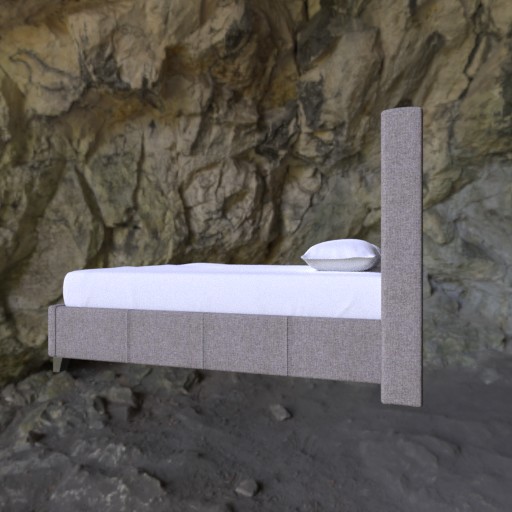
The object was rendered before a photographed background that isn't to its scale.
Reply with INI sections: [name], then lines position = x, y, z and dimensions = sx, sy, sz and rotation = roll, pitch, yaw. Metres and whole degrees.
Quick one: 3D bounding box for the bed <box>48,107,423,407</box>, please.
[bed]
position = 0.000, 0.000, 3.295
dimensions = 2.245, 1.476, 1.714
rotation = 0, 0, 18
